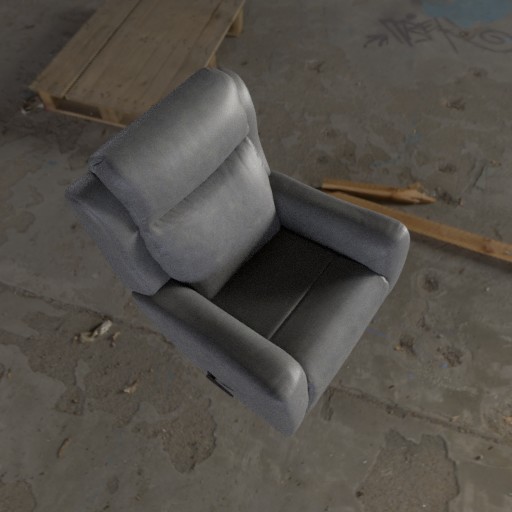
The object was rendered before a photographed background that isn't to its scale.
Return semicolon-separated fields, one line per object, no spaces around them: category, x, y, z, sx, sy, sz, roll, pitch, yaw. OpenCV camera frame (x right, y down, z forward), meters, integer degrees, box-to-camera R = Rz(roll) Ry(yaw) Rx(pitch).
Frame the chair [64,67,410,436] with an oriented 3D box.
chair;0.000;0.000;1.897;1.068;1.116;0.967;33;64;18
